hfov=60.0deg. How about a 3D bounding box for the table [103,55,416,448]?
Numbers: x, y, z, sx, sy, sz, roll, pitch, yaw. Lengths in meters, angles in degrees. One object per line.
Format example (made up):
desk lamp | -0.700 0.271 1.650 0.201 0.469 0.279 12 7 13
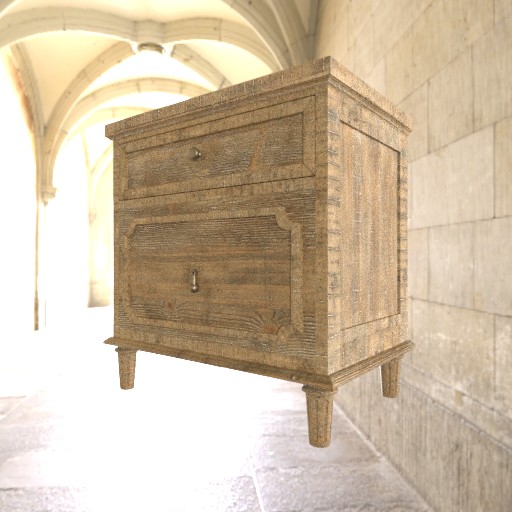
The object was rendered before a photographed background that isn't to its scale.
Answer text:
table | 0.000 0.000 1.162 0.686 0.711 0.457 0 0 37
